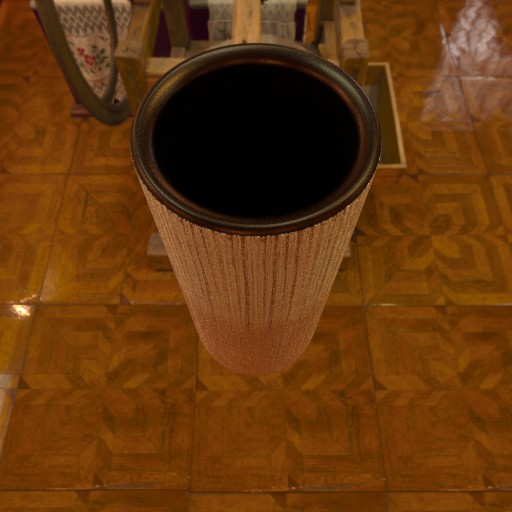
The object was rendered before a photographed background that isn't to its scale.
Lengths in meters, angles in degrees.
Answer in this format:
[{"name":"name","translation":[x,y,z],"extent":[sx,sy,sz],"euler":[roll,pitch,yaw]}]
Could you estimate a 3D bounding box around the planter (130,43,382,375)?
[{"name":"planter","translation":[0.000,0.000,0.275],"extent":[0.100,0.227,0.100],"euler":[2,63,1]}]
